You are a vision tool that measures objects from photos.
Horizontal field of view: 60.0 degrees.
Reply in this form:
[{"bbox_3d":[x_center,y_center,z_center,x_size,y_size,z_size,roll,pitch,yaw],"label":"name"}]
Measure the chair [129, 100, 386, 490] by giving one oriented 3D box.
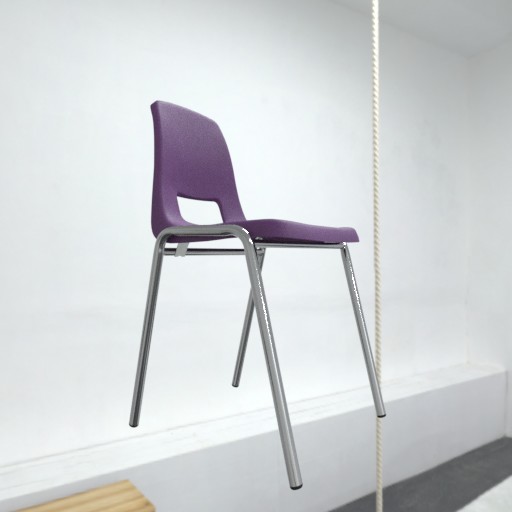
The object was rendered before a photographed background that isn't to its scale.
[{"bbox_3d":[0.000,0.000,0.937,0.432,0.704,0.381,0,0,36],"label":"chair"}]
